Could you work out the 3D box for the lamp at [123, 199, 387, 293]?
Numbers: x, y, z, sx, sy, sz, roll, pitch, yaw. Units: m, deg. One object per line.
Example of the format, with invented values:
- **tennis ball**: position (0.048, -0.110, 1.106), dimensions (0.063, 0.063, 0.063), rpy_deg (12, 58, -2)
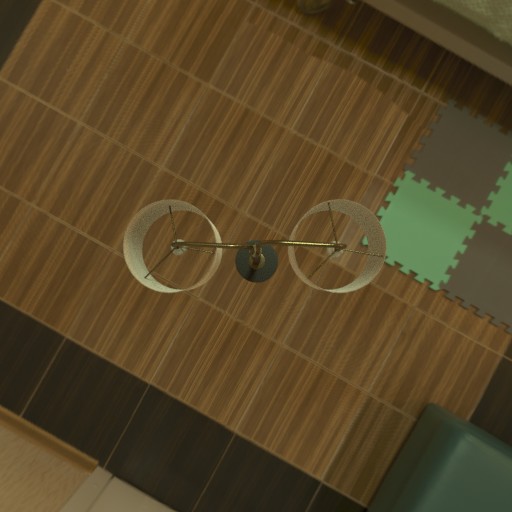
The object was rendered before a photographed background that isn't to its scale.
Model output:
- **lamp**: position (0.000, 0.000, 1.853), dimensions (0.711, 1.587, 0.254), rpy_deg (0, 88, 0)
